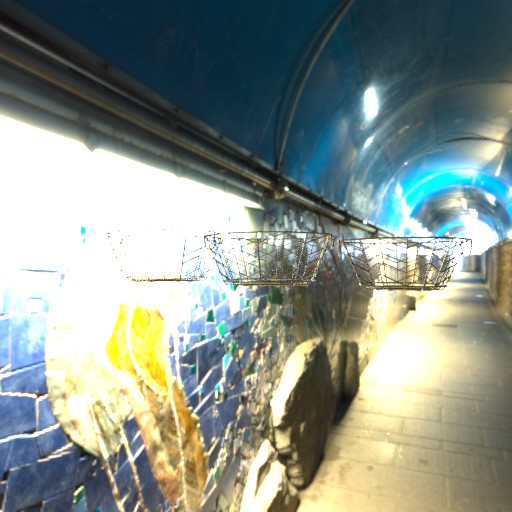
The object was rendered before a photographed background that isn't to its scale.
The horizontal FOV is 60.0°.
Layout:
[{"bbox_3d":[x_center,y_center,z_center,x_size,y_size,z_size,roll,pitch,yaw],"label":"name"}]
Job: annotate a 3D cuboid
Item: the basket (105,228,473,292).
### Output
[{"bbox_3d":[0.000,0.000,1.404,1.246,0.178,0.432,-1,-1,35],"label":"basket"}]
